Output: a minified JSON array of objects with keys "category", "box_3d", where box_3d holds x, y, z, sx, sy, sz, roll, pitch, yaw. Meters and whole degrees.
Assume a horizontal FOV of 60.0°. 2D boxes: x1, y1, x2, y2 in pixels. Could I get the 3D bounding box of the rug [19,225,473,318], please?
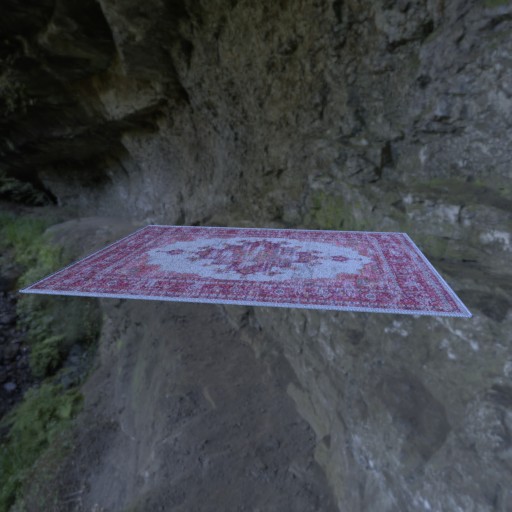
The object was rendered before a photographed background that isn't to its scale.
[{"category":"rug","box_3d":[0.000,0.000,4.155,3.123,0.017,2.447,2,15,8]}]
